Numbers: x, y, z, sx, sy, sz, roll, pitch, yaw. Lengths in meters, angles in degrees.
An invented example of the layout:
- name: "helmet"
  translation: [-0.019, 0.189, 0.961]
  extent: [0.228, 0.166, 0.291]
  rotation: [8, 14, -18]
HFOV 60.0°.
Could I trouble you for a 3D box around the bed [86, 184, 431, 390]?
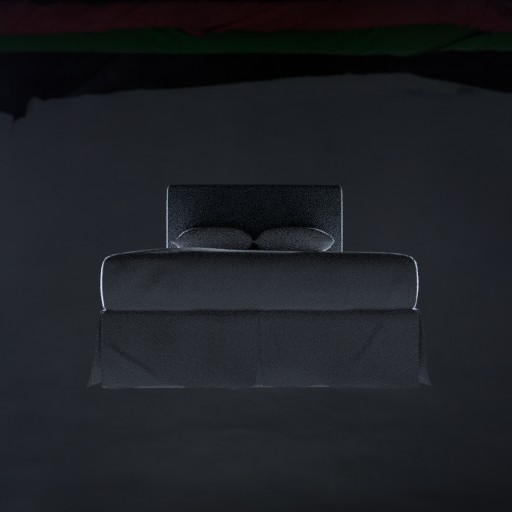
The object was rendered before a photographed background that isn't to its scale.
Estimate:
- name: "bed"
  translation: [0.000, 0.000, 3.210]
  extent: [1.713, 1.330, 2.142]
  rotation: [0, 1, -1]
